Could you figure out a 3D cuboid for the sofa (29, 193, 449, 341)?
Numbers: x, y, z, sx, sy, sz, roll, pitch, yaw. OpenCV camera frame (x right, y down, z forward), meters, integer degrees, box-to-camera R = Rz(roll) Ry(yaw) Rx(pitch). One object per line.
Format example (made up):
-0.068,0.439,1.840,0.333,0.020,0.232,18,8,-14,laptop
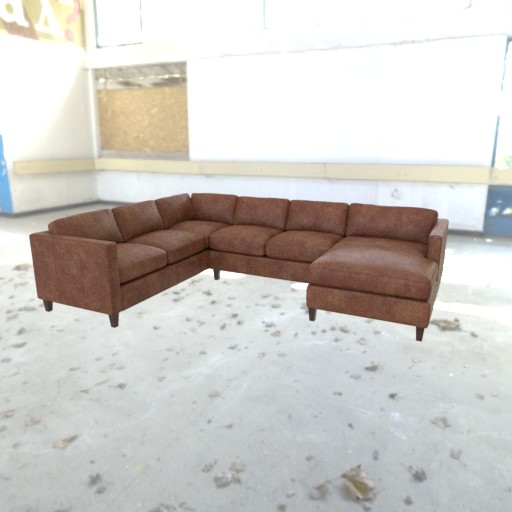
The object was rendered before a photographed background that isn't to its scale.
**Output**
0.000,0.000,4.376,3.324,0.888,2.452,7,17,25,sofa
